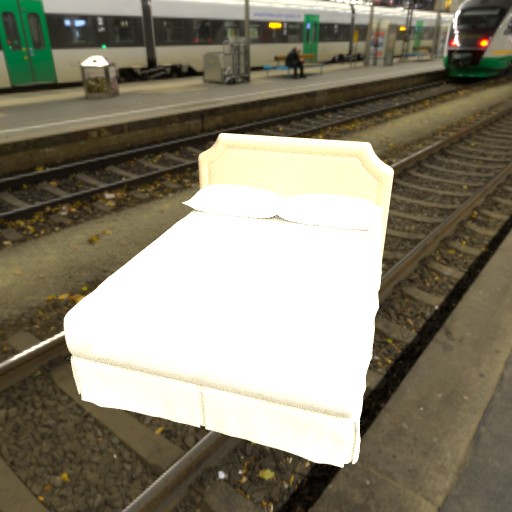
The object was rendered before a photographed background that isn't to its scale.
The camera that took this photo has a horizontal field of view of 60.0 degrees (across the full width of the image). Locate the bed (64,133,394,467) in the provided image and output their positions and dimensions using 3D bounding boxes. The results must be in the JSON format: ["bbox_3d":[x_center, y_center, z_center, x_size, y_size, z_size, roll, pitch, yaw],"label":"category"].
[{"bbox_3d":[0.000,0.000,3.793,2.134,1.524,2.548,8,28,16],"label":"bed"}]
